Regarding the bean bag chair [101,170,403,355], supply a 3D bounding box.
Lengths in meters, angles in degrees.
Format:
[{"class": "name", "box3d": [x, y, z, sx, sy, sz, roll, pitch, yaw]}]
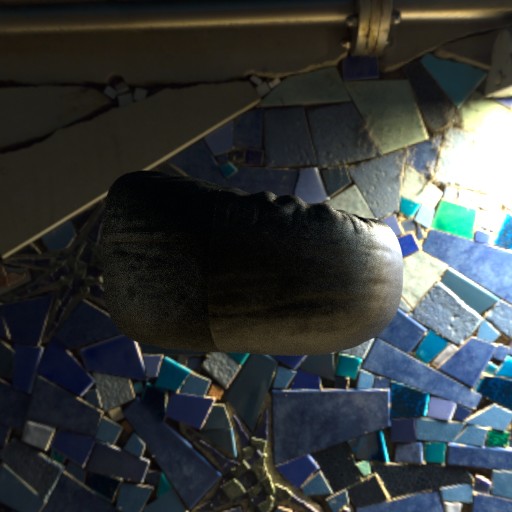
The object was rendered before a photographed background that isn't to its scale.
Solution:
[{"class": "bean bag chair", "box3d": [0.000, 0.000, 2.416, 1.524, 0.878, 1.524, 0, 1, 18]}]
